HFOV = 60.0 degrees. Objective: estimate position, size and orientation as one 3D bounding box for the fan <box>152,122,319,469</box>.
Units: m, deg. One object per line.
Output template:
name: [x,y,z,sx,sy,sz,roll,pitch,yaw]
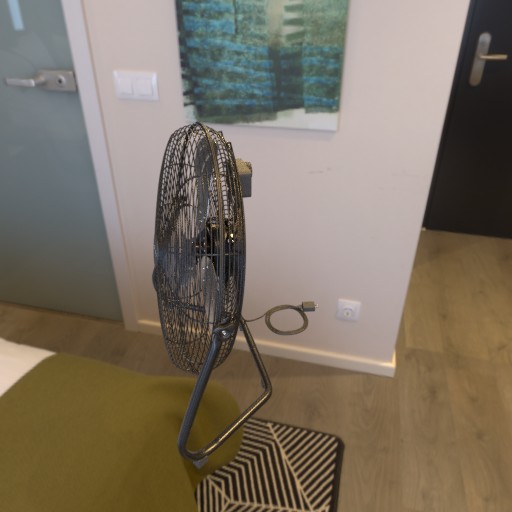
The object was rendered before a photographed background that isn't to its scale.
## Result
fan: [0.000,0.000,1.012,0.470,0.605,0.595,-8,32,-14]
